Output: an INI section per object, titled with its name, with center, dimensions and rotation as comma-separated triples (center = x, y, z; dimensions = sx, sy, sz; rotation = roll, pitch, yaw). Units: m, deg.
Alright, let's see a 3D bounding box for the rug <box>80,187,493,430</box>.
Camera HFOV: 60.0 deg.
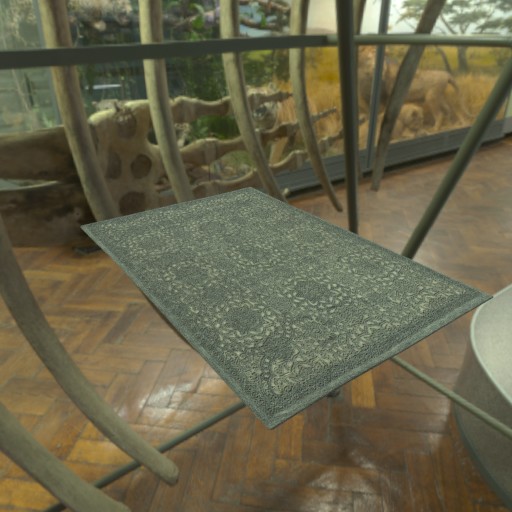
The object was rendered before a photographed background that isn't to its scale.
[rug]
center = 0.000, 0.000, 2.257
dimensions = 1.224, 0.016, 1.830
rotation = -18, 33, -31
